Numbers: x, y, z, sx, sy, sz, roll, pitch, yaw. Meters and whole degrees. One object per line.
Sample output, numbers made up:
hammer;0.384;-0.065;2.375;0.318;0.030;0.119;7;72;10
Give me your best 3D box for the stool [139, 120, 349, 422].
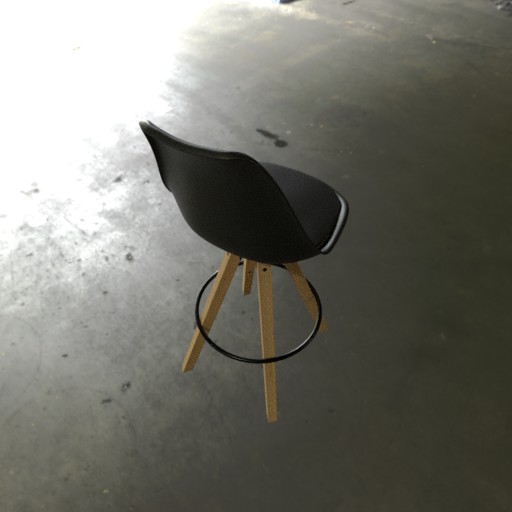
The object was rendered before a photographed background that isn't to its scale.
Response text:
stool;0.000;0.000;1.381;0.485;1.115;0.550;24;51;20
